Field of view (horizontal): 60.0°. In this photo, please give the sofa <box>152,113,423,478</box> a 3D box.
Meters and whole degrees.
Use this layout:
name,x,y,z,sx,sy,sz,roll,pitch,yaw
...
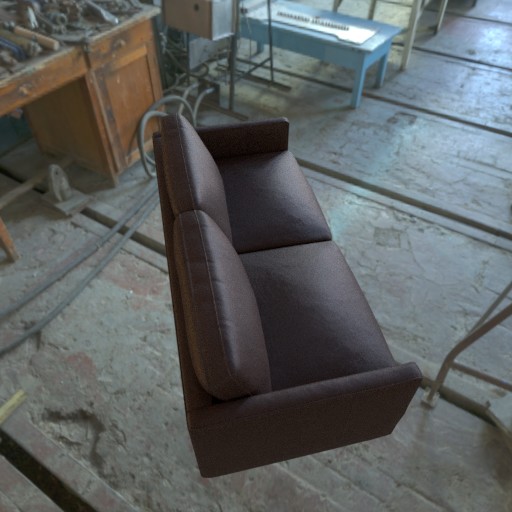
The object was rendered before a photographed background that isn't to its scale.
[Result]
name,x,y,z,sx,sy,sz,roll,pitch,yaw
sofa,0.000,0.000,2.410,0.923,0.863,1.971,-9,48,-9
